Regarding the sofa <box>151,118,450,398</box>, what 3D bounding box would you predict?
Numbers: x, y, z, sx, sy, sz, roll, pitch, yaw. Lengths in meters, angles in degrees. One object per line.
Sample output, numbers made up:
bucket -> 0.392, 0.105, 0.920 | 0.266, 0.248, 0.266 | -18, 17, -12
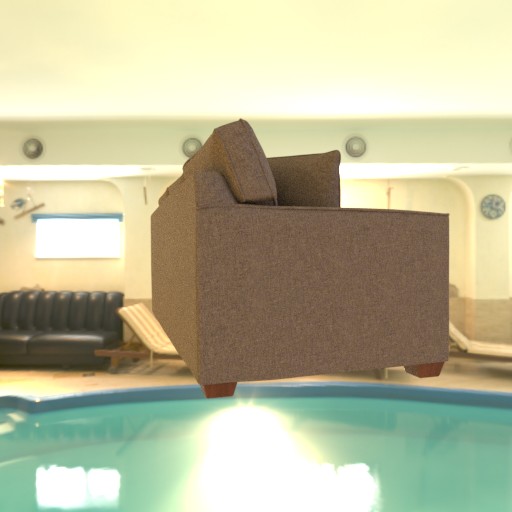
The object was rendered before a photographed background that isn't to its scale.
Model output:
sofa -> 0.000, 0.000, 2.504 | 1.034, 0.946, 1.963 | 0, 0, -18
